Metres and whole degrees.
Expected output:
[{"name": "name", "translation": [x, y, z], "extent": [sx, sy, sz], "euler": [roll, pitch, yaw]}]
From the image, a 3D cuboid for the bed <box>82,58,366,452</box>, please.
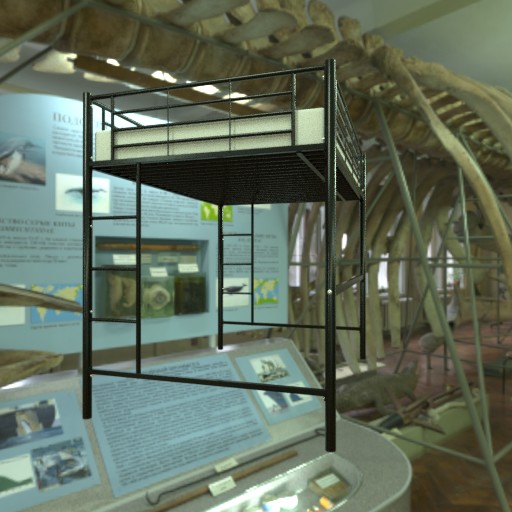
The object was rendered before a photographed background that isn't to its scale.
[{"name": "bed", "translation": [0.000, 0.000, 3.178], "extent": [1.397, 1.803, 1.994], "euler": [0, 0, 18]}]
